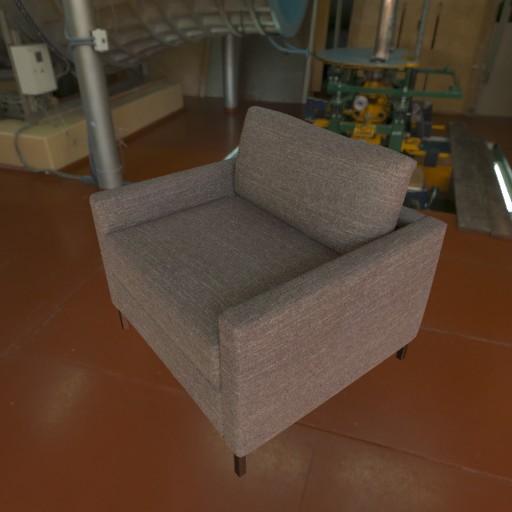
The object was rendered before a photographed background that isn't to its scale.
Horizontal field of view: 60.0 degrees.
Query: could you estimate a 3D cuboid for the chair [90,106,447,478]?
[{"bbox_3d":[0.000,0.000,1.581,0.845,0.841,0.940,-22,38,-31],"label":"chair"}]
